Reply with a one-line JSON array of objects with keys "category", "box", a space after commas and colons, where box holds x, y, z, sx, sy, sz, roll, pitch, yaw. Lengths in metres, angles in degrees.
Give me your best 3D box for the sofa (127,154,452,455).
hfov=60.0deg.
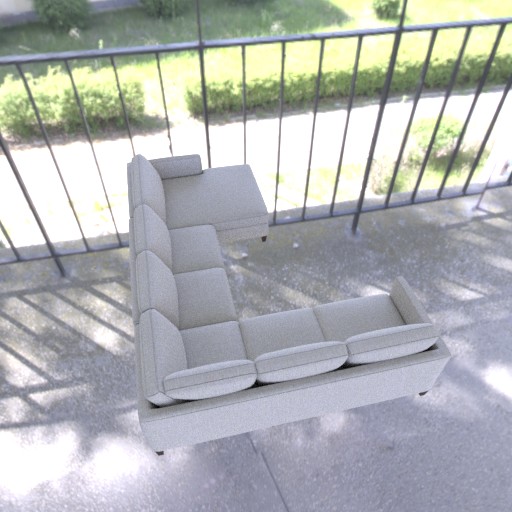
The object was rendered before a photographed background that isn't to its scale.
[{"category": "sofa", "box": [0.000, 0.000, 4.709, 2.551, 0.889, 3.403, -9, 47, -9]}]
